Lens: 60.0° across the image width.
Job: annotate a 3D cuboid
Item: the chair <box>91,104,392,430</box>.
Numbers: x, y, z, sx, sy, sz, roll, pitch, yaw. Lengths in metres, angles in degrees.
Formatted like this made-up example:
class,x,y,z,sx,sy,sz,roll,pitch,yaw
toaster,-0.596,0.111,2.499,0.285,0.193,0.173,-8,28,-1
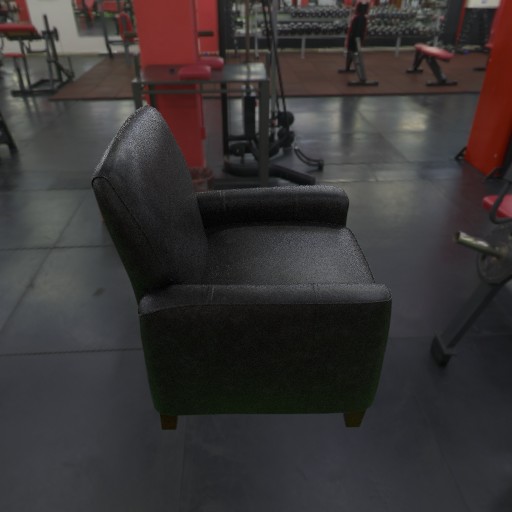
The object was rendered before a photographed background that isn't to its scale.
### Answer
class,x,y,z,sx,sy,sz,roll,pitch,yaw
chair,0.000,0.000,1.651,0.864,1.014,0.848,-1,32,-1
